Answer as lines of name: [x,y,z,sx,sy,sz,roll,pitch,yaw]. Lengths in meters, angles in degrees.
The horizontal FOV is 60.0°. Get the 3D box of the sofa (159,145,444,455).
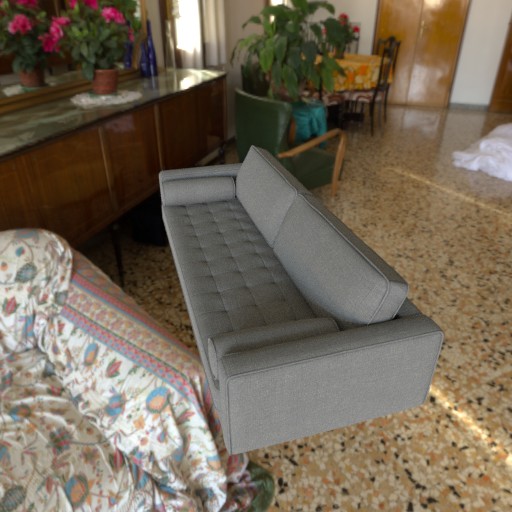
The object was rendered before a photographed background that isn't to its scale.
sofa: [0.000,0.000,2.621,0.914,0.762,2.198,-9,31,-14]
